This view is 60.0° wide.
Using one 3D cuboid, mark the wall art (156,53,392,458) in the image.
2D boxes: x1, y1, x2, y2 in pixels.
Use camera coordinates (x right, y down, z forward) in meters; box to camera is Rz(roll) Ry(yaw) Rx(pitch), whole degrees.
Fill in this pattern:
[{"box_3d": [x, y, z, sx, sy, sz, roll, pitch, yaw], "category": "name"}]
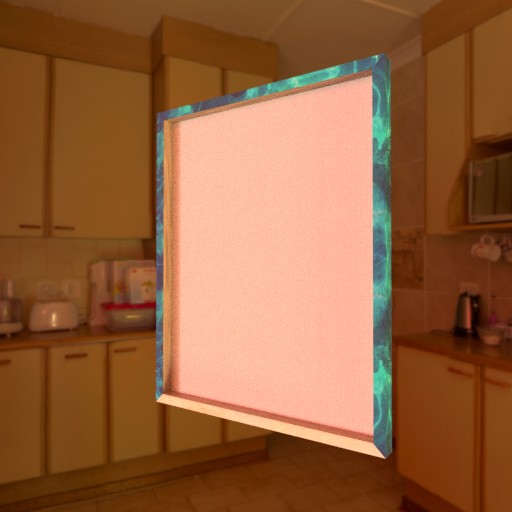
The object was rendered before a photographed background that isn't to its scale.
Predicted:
[{"box_3d": [0.000, 0.000, 1.016, 0.609, 0.760, 0.038, 0, -1, 34], "category": "wall art"}]
